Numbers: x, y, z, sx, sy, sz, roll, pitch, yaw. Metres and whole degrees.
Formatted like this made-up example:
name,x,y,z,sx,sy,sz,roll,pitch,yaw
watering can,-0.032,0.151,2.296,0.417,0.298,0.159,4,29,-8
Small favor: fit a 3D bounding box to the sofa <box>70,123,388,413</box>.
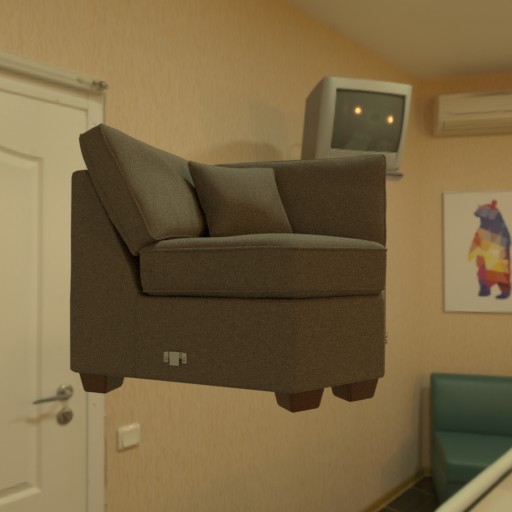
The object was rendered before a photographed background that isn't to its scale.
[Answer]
name,x,y,z,sx,sy,sz,roll,pitch,yaw
sofa,0.000,0.000,1.824,1.042,0.951,1.050,0,-1,17
